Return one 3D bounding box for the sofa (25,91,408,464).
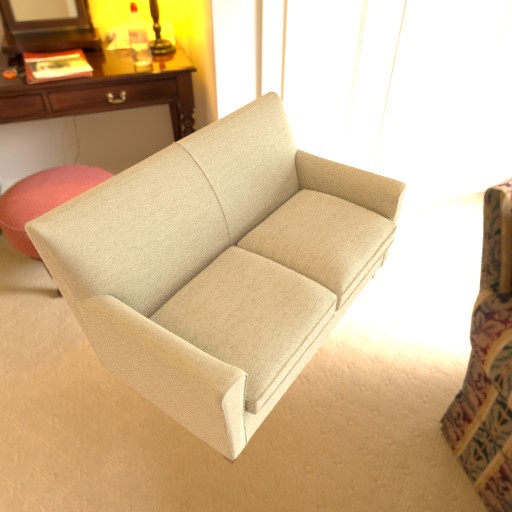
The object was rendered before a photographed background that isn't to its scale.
[{"bbox_3d":[0.000,0.000,2.039,0.891,0.892,1.482,26,47,26],"label":"sofa"}]
